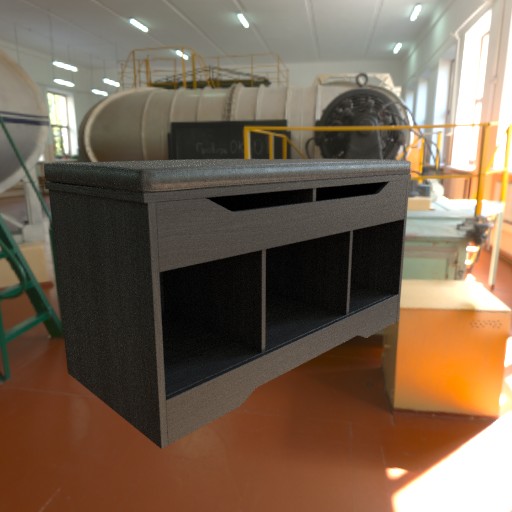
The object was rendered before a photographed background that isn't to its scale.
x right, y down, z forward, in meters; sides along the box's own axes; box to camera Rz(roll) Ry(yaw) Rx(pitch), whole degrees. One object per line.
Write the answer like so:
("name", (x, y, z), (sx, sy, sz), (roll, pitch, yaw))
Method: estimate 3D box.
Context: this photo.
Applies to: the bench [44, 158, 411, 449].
("bench", (0.000, 0.000, 1.183), (0.401, 0.501, 0.905), (13, 18, 43))
